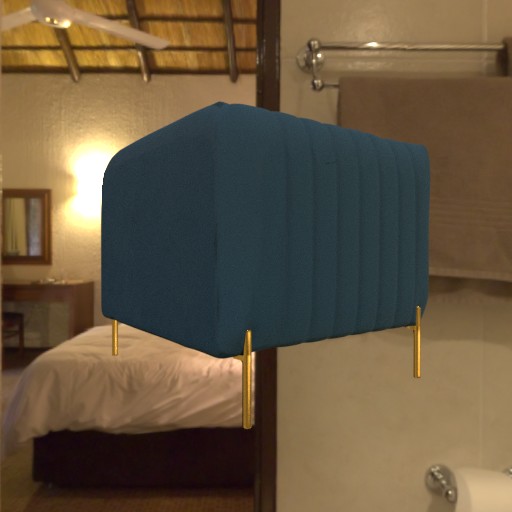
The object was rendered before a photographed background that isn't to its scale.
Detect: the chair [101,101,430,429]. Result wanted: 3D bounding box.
[{"bbox_3d":[0.000,0.000,1.618,0.877,0.793,0.947,0,1,-37],"label":"chair"}]
